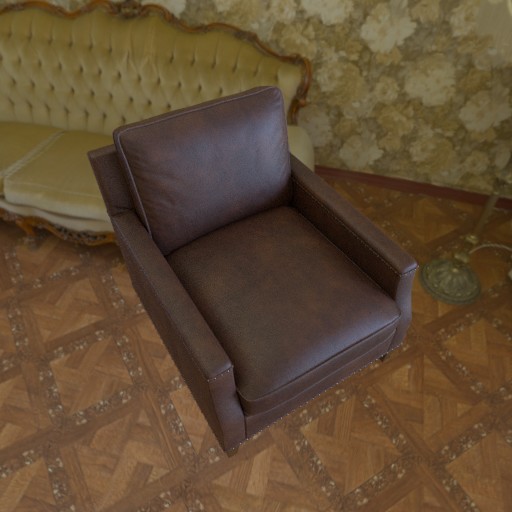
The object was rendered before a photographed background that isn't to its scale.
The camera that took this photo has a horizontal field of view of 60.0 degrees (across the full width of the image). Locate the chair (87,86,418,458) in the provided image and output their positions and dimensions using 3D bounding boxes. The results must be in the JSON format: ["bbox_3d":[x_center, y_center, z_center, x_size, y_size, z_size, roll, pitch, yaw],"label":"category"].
[{"bbox_3d":[0.000,0.000,1.724,0.853,0.929,1.014,-24,51,-21],"label":"chair"}]
